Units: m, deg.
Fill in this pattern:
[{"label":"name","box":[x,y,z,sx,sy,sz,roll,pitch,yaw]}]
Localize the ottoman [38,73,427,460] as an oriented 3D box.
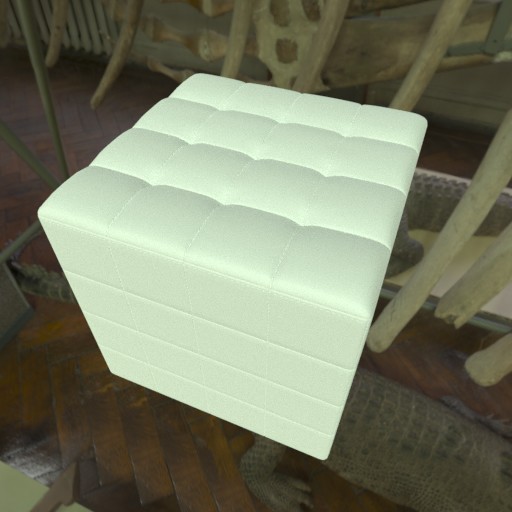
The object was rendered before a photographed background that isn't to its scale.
[{"label":"ottoman","box":[0.000,0.000,0.773,0.425,0.432,0.425,17,48,15]}]
